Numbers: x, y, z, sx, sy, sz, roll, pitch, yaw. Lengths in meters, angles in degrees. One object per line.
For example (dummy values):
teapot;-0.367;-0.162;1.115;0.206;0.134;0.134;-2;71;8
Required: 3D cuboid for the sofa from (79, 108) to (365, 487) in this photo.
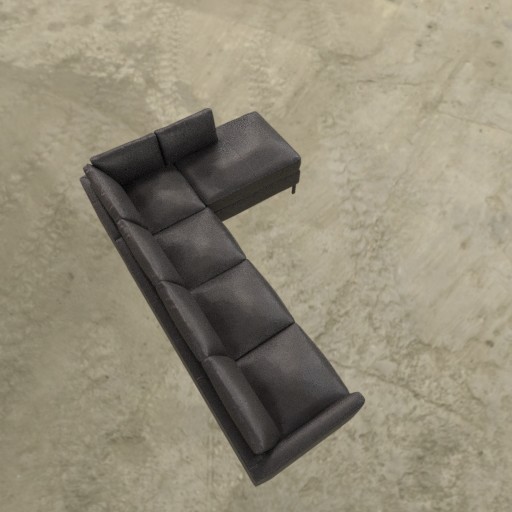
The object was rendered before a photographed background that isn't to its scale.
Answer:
sofa;0.000;0.000;3.820;1.938;0.877;2.984;-29;63;-17
